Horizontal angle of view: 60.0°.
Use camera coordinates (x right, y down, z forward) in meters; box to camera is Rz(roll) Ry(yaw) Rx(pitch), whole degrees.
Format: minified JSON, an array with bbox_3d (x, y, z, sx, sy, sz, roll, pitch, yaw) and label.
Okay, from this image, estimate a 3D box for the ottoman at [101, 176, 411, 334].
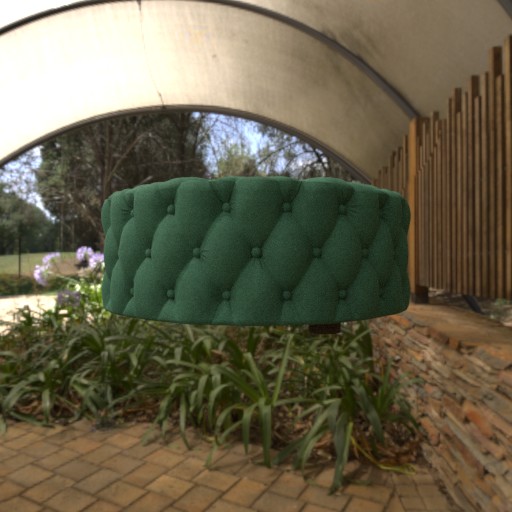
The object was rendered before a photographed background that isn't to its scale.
[{"bbox_3d":[0.000,0.000,1.508,0.998,0.399,0.998,0,0,0],"label":"ottoman"}]
